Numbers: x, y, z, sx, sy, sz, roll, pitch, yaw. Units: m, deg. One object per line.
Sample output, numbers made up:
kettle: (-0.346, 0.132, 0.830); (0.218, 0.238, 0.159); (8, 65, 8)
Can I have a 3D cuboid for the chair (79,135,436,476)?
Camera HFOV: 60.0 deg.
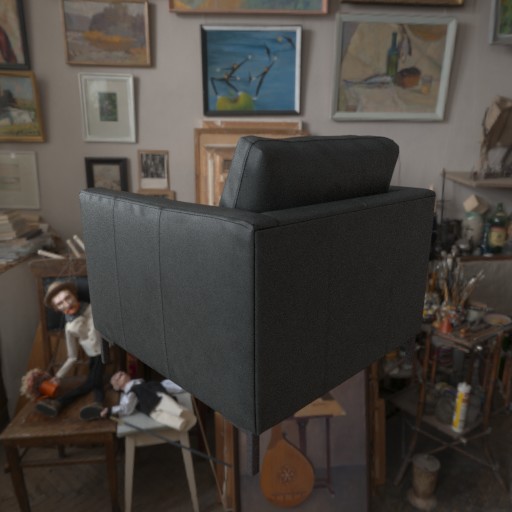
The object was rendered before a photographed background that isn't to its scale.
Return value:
chair: (0.000, 0.000, 1.497); (0.967, 0.824, 0.861); (-14, 20, -42)
